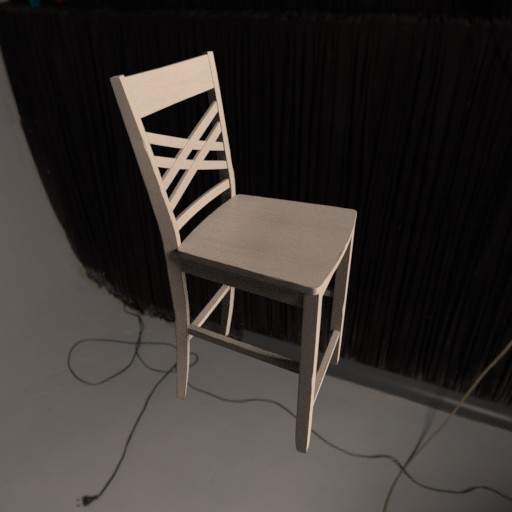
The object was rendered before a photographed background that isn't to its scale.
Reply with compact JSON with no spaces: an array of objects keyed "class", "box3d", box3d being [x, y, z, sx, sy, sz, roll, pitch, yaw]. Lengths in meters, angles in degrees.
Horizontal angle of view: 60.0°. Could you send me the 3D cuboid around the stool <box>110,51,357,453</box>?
[{"class":"stool","box3d":[0.000,0.000,1.361,0.539,1.079,0.462,12,34,19]}]
